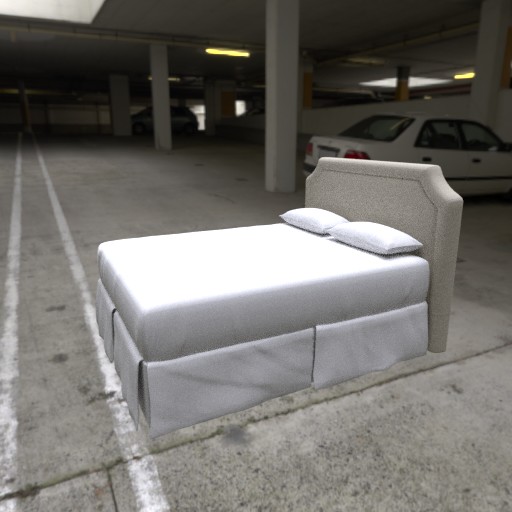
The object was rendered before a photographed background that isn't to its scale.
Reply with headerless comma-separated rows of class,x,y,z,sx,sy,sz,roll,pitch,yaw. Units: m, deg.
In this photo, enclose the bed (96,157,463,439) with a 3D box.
bed,0.000,0.000,3.171,2.116,1.290,1.693,-8,17,-26
